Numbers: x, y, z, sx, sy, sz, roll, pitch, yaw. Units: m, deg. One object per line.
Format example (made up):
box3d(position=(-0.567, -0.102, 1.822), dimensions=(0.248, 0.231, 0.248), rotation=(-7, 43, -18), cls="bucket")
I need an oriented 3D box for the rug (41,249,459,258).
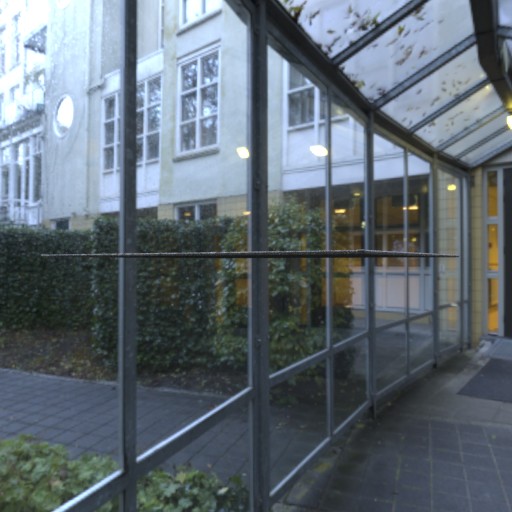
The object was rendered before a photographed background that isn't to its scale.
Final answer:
box3d(position=(0.000, 0.000, 4.106), dimensions=(3.049, 0.025, 2.449), rotation=(0, -1, 35), cls="rug")
